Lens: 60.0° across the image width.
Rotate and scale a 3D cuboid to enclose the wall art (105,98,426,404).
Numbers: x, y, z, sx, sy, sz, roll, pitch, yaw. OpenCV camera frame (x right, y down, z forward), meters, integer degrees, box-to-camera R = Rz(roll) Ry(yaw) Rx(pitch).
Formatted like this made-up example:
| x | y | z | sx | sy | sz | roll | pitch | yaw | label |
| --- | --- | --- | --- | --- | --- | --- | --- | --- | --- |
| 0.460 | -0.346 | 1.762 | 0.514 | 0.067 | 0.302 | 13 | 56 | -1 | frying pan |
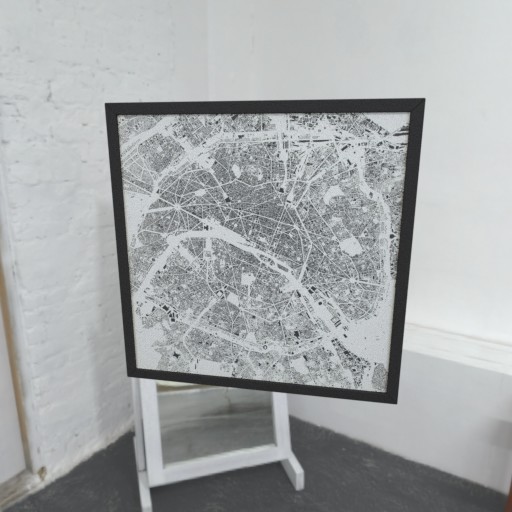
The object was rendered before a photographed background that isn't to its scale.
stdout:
| x | y | z | sx | sy | sz | roll | pitch | yaw | label |
| --- | --- | --- | --- | --- | --- | --- | --- | --- | --- |
| 0.000 | 0.000 | 1.153 | 0.763 | 0.763 | 0.037 | 3 | 15 | 10 | wall art |
